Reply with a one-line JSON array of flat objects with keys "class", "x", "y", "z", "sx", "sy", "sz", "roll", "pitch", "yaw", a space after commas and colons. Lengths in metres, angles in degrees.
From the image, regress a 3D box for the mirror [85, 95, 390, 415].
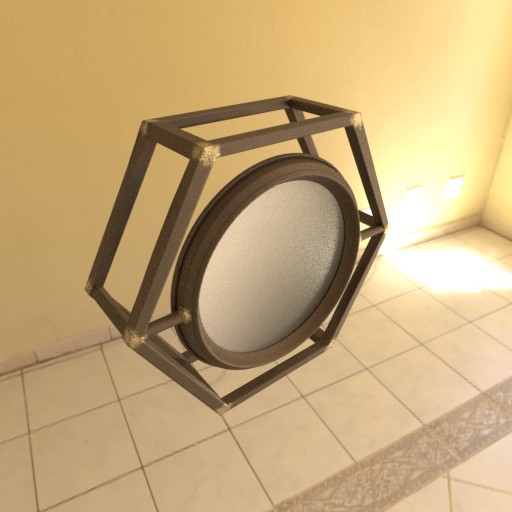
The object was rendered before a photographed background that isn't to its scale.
[{"class": "mirror", "x": 0.000, "y": 0.000, "z": 0.541, "sx": 0.380, "sy": 0.334, "sz": 0.119, "roll": -22, "pitch": 38, "yaw": -32}]
